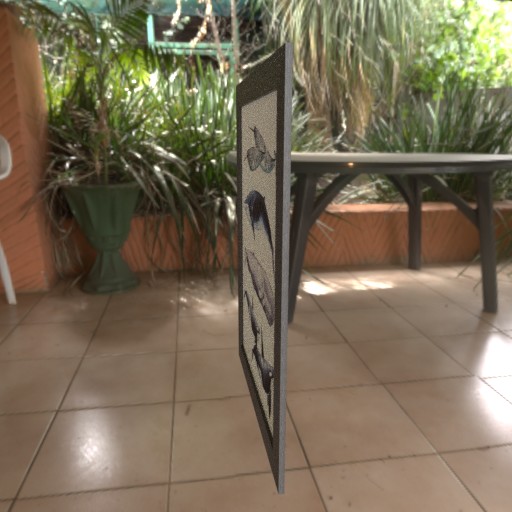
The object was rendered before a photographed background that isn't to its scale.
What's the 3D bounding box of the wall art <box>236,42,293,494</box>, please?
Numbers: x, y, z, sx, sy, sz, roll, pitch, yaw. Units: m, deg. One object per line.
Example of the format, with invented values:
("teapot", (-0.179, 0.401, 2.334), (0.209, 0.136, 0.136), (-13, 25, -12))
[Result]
("wall art", (0.000, 0.000, 1.437), (0.016, 1.116, 0.810), (-3, 15, -9))
